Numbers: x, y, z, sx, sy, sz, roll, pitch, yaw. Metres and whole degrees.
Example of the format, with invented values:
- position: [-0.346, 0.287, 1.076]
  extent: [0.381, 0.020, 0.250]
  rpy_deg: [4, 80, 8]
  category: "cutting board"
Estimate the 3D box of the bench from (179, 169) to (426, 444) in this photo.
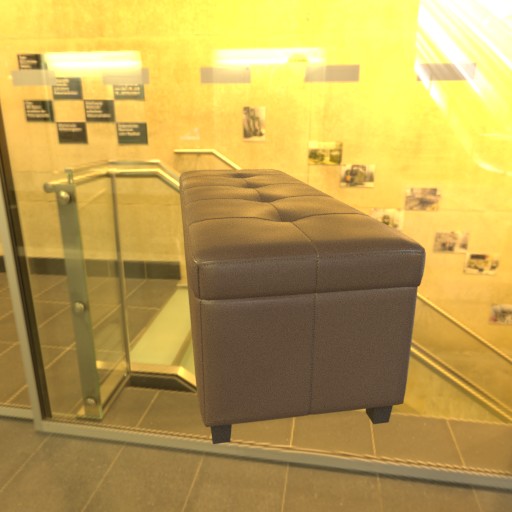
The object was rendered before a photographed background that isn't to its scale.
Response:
- position: [0.000, 0.000, 1.399]
  extent: [0.450, 0.417, 1.219]
  rpy_deg: [-3, 18, -10]
  category: "bench"
